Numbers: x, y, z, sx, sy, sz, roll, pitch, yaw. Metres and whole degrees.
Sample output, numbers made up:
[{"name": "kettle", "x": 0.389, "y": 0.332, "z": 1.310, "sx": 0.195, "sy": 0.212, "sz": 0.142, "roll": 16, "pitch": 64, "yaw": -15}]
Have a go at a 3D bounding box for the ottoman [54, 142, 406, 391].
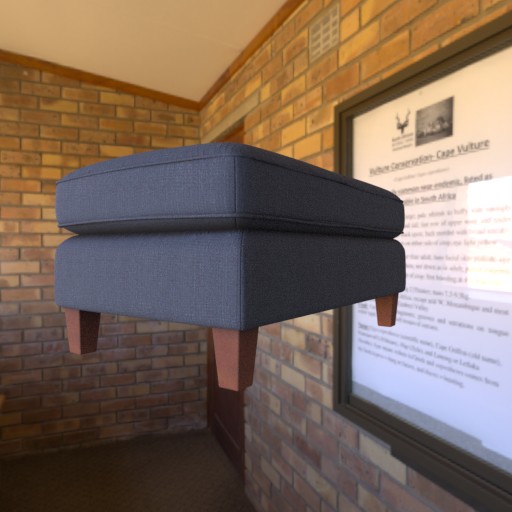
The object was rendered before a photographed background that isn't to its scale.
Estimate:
[{"name": "ottoman", "x": 0.000, "y": 0.000, "z": 1.200, "sx": 0.570, "sy": 0.438, "sz": 0.885, "roll": 0, "pitch": 1, "yaw": 35}]
